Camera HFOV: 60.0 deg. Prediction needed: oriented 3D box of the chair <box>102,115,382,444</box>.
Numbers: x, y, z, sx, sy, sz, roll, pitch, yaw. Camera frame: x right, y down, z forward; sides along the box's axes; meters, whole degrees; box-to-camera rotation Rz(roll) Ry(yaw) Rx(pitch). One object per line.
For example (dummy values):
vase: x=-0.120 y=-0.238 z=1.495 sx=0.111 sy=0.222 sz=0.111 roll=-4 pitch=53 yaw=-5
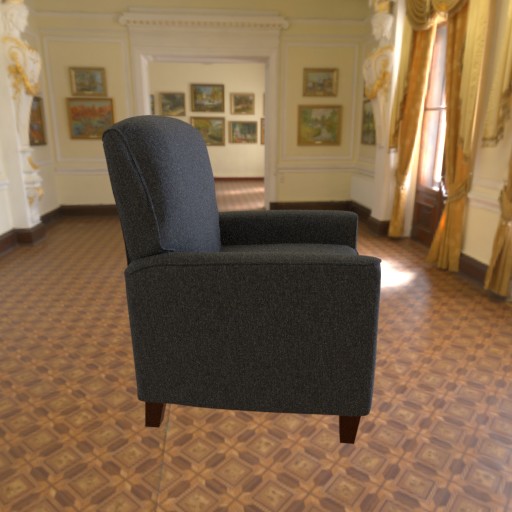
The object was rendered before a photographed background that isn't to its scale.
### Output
chair: x=0.000 y=0.000 z=1.675 sx=0.850 sy=1.016 sz=0.839 roll=2 pitch=16 yaw=7
